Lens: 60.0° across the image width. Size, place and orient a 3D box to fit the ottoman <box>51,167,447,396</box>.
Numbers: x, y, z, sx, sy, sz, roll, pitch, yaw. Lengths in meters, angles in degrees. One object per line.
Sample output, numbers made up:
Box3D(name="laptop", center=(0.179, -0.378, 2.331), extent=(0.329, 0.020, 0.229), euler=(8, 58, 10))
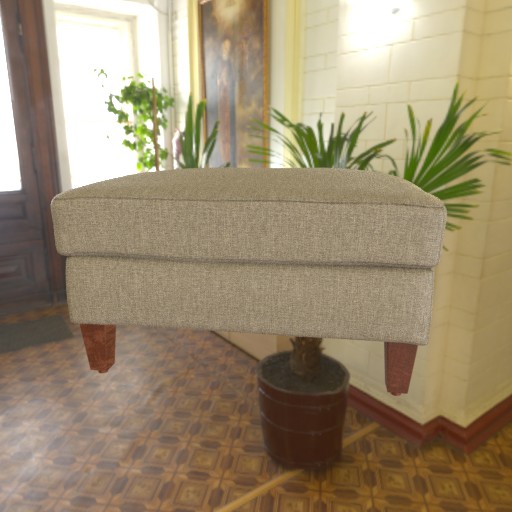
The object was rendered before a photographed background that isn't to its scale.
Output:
Box3D(name="ottoman", center=(0.000, 0.000, 1.265), extent=(0.873, 0.494, 0.639), euler=(2, 15, 8))
